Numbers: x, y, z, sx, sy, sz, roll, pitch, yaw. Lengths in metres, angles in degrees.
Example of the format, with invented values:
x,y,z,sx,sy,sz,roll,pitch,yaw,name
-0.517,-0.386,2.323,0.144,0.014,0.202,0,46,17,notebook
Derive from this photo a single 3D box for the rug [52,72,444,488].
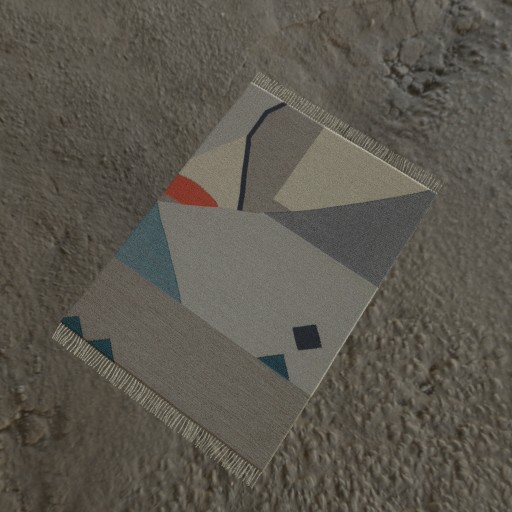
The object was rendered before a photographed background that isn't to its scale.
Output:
x,y,z,sx,sy,sz,roll,pitch,yaw,name
0.000,0.000,2.284,1.220,0.005,1.828,34,78,8,rug
